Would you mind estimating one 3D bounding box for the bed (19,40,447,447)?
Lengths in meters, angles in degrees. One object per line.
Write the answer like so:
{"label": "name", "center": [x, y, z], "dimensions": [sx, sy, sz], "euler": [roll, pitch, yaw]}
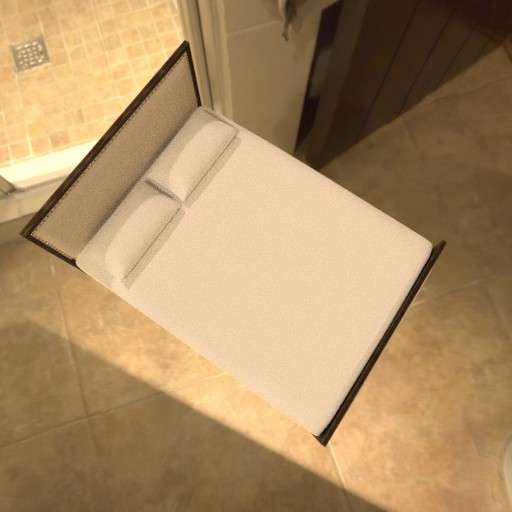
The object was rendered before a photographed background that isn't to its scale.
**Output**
{"label": "bed", "center": [0.000, 0.000, 3.202], "dimensions": [2.221, 1.313, 1.607], "euler": [33, 78, 8]}
